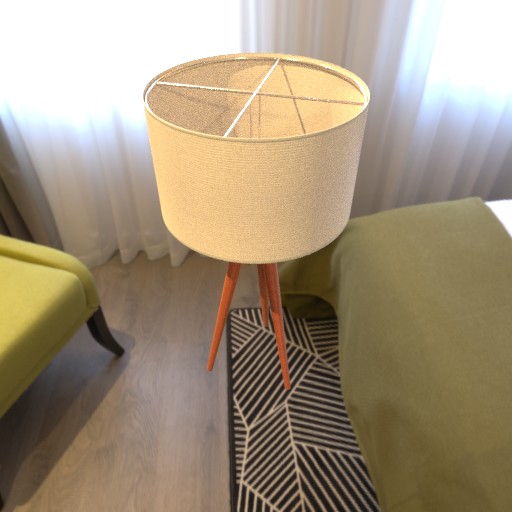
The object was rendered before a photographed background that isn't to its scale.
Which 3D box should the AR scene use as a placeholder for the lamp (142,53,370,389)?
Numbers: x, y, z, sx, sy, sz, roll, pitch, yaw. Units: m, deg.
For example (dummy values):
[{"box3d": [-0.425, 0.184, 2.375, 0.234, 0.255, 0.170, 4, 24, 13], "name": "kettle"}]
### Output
[{"box3d": [0.000, 0.000, 0.935, 0.355, 0.709, 0.354, -25, 47, -25], "name": "lamp"}]
